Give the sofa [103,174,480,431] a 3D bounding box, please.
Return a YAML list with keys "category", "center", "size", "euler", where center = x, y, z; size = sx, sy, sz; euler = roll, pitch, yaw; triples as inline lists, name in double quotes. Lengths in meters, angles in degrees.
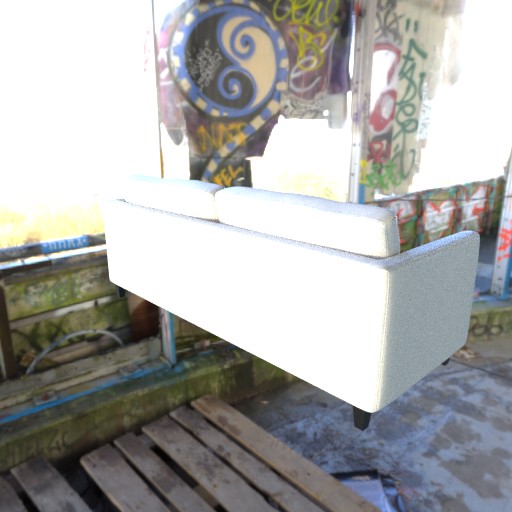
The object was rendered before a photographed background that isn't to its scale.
- category: "sofa"
  center: [0.000, 0.000, 2.876]
  size: [0.948, 0.965, 2.434]
  euler: [-14, 21, -42]
